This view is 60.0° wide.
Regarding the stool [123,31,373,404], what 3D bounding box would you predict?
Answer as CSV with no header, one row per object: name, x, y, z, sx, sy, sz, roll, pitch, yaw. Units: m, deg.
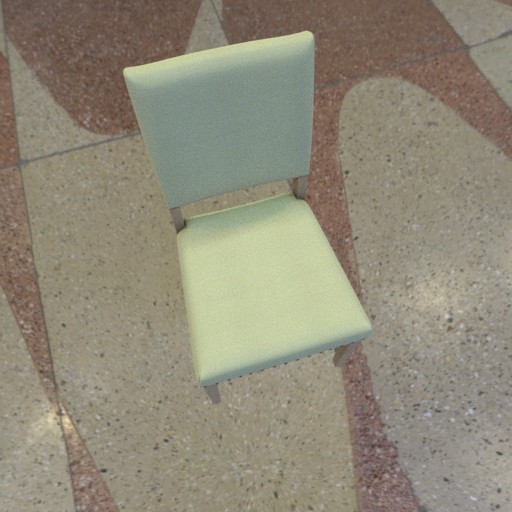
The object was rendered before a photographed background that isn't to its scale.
stool,0.000,0.000,1.308,0.508,0.986,0.623,-15,65,-7
